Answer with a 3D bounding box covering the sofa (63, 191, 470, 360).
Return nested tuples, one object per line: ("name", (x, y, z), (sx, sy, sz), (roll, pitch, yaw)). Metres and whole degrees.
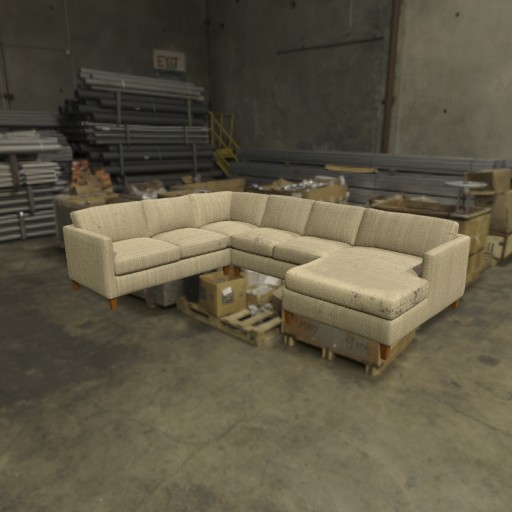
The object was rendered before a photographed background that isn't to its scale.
("sofa", (0.000, 0.000, 4.657), (3.460, 0.961, 2.594), (14, 21, 42))
